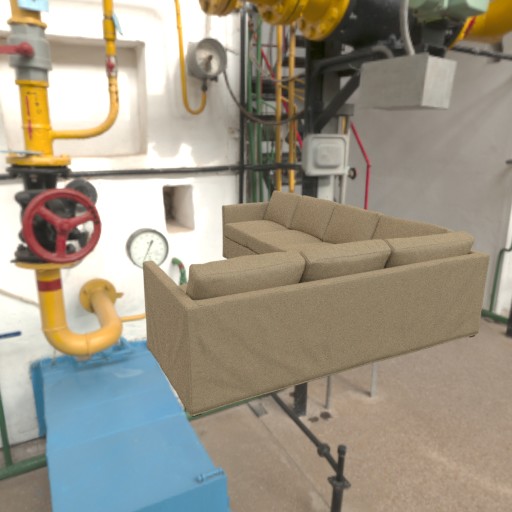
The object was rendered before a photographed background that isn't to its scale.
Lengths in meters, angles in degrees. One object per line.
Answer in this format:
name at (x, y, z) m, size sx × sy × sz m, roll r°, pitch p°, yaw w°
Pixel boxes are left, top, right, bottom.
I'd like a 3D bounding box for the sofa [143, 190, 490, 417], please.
sofa at (0.000, 0.000, 4.274) m, size 2.432 × 0.871 × 3.182 m, roll -8°, pitch 17°, yaw -25°
